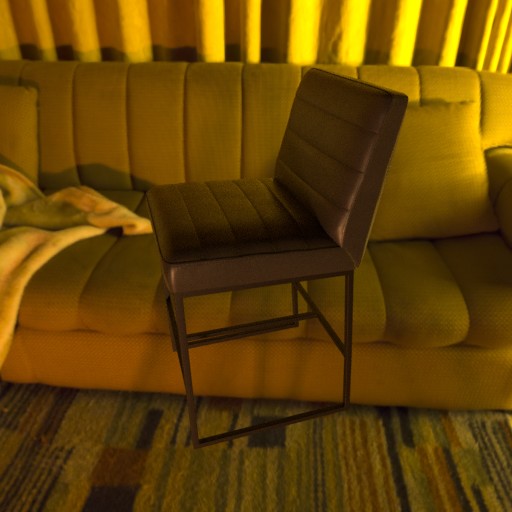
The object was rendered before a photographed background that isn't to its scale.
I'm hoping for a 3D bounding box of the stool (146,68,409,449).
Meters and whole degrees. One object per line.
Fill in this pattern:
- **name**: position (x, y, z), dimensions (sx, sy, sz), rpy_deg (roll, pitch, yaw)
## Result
- **stool**: position (0.000, 0.000, 1.262), dimensions (0.552, 0.938, 0.457), rpy_deg (-9, 31, -15)
